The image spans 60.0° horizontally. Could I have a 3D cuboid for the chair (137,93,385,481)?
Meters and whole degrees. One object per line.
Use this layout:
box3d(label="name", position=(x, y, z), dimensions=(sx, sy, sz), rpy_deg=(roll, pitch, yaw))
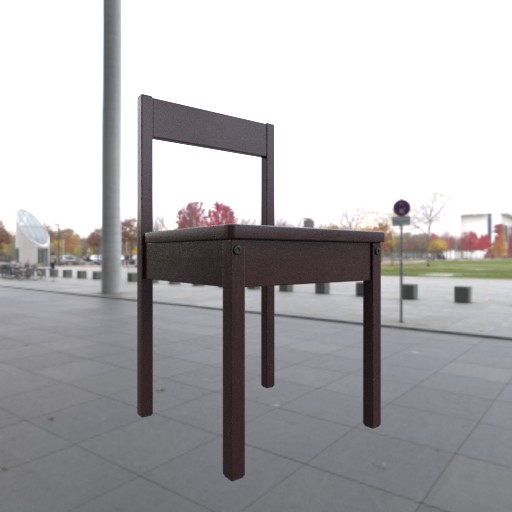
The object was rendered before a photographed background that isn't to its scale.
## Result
box3d(label="chair", position=(0.000, 0.000, 0.895), dimensions=(0.367, 0.668, 0.361), rpy_deg=(0, 0, -37))
